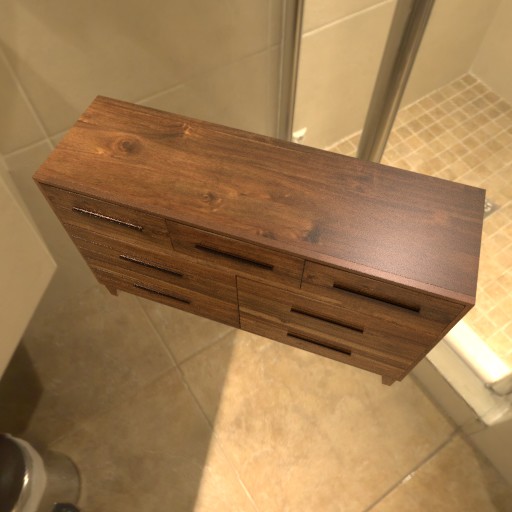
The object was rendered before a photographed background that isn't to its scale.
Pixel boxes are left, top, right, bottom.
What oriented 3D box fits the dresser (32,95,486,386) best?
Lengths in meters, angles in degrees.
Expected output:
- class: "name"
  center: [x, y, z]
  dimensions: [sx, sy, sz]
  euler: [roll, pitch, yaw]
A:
- class: "dresser"
  center: [0.000, 0.000, 1.794]
  dimensions: [1.400, 0.873, 0.446]
  euler: [16, 60, 10]
